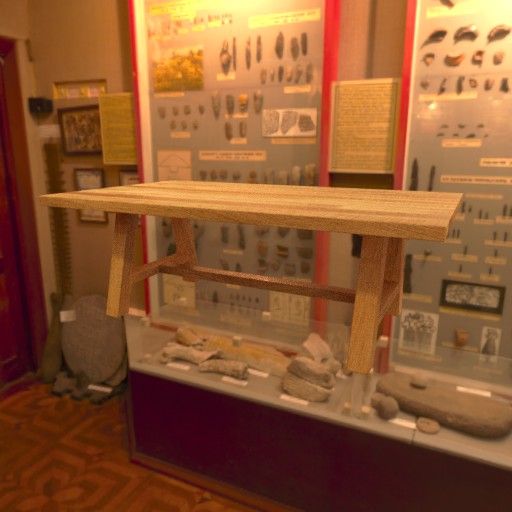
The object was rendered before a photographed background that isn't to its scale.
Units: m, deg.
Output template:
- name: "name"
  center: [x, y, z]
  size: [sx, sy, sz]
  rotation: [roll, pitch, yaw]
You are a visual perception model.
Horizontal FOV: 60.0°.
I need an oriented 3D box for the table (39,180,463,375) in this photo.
- name: "table"
  center: [0.000, 0.000, 1.644]
  size: [1.320, 0.455, 0.760]
  rotation: [7, 16, 26]
